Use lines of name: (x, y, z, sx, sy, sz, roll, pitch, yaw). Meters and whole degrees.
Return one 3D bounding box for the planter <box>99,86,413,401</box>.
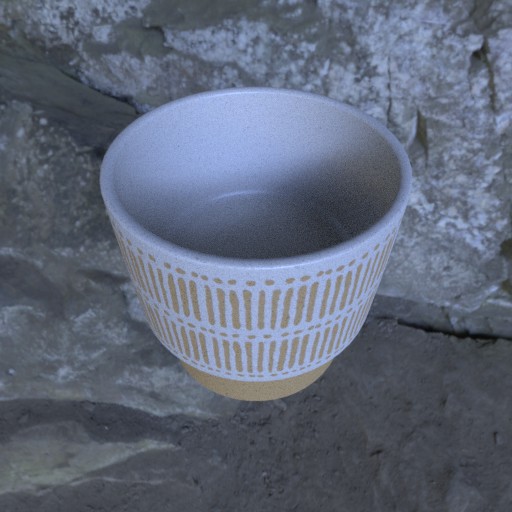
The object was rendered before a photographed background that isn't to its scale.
planter: (0.000, 0.000, 0.568, 0.317, 0.303, 0.317, 0, 46, 0)
